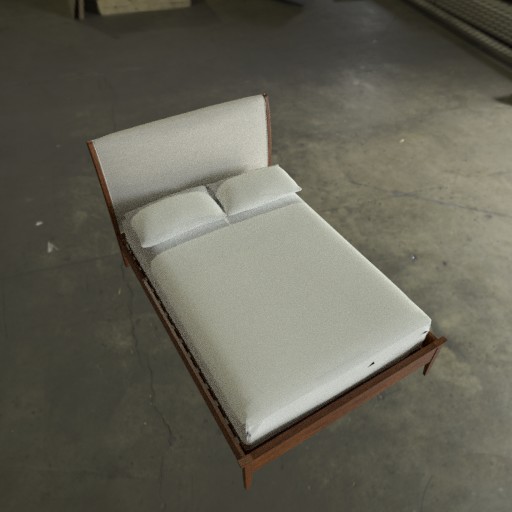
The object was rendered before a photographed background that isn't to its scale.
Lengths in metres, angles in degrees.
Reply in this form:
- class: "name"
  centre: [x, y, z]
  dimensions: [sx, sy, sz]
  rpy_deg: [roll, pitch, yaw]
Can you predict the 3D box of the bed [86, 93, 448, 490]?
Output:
- class: "bed"
  centre: [0.000, 0.000, 3.294]
  dimensions: [1.612, 1.250, 2.380]
  rpy_deg: [-23, 49, -21]
